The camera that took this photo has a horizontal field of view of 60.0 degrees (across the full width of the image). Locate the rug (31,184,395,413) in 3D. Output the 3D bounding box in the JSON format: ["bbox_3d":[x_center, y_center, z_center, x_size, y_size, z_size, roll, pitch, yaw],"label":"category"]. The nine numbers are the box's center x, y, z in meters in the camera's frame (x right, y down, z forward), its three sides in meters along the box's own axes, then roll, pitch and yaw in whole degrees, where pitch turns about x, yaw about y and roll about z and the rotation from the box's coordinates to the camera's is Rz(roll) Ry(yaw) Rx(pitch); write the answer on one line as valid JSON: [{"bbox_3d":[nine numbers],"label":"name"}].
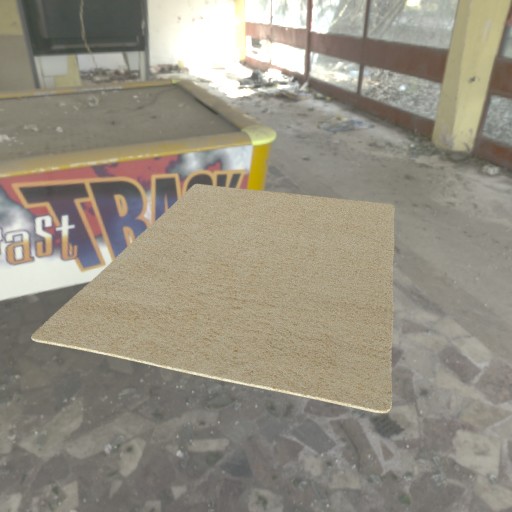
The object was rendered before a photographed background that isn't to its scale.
[{"bbox_3d":[0.000,0.000,4.005,2.401,0.025,3.001,8,31,13],"label":"rug"}]
